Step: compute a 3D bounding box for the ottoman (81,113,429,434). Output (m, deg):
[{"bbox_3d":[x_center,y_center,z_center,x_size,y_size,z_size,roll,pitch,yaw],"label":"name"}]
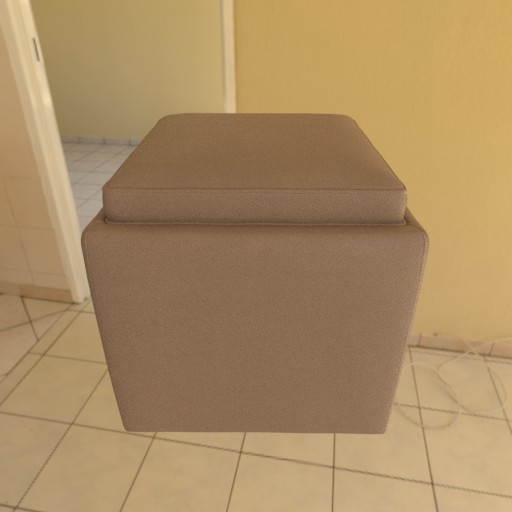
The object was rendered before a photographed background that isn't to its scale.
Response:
[{"bbox_3d":[0.000,0.000,0.810,0.451,0.460,0.450,0,30,1],"label":"ottoman"}]
